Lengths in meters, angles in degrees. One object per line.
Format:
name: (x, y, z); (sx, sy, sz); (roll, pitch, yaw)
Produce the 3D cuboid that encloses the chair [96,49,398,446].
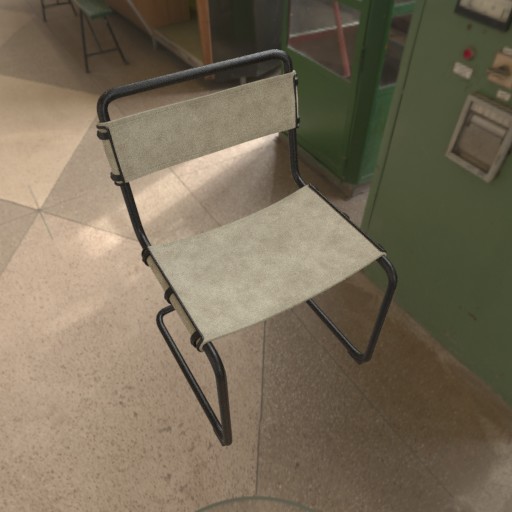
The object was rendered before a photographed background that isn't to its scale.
chair: (0.000, 0.000, 1.078); (0.499, 0.747, 0.497); (-24, 50, -21)
